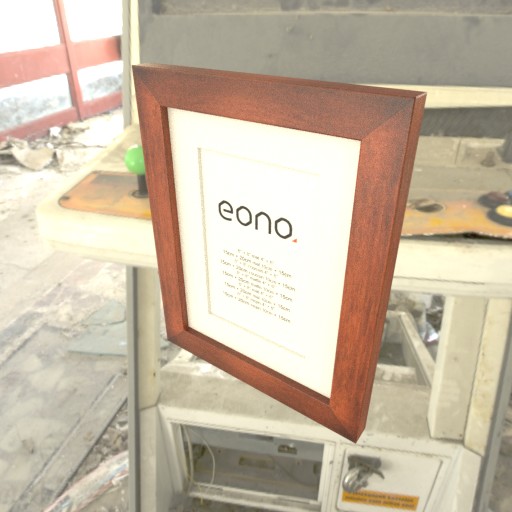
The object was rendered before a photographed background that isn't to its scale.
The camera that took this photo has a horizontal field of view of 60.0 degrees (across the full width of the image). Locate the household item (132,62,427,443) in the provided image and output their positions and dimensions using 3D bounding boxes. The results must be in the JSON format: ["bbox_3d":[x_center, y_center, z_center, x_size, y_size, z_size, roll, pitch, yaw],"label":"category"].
[{"bbox_3d":[0.000,0.000,0.329,0.200,0.250,0.020,20,36,30],"label":"household item"}]
